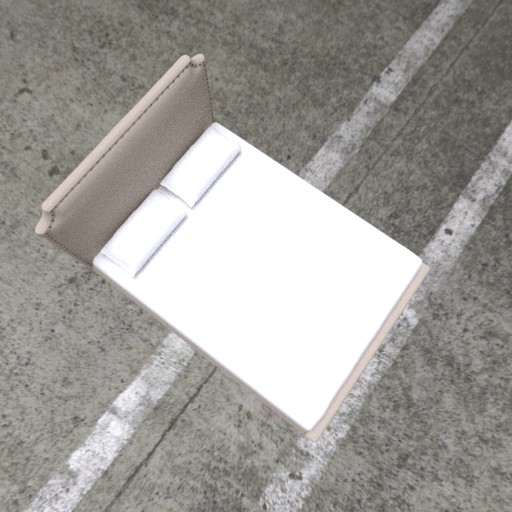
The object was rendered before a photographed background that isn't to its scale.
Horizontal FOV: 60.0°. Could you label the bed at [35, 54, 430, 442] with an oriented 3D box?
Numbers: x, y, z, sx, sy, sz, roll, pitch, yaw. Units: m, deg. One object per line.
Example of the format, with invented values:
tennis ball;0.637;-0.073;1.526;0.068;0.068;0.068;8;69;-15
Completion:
bed;0.000;0.000;3.420;2.372;1.443;1.713;36;77;9
